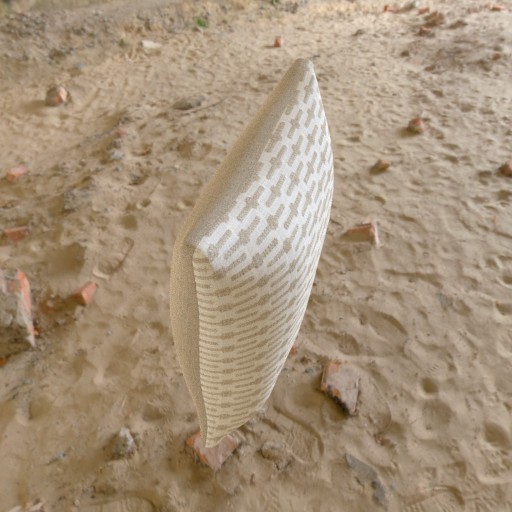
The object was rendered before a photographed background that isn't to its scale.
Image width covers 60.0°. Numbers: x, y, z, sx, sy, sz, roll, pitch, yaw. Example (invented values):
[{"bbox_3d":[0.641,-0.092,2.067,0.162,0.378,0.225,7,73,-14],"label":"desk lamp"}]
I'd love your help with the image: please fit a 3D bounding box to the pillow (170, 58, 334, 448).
[{"bbox_3d":[0.000,0.000,0.763,0.219,0.491,0.496,12,46,12],"label":"pillow"}]
